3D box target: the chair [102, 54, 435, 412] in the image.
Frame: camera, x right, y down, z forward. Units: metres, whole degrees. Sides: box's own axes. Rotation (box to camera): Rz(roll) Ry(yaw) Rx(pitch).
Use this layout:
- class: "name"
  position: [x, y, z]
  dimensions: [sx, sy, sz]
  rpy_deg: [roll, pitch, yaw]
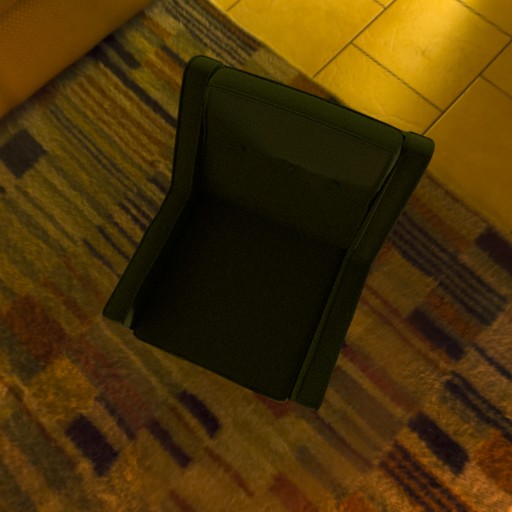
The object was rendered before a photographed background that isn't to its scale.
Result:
- class: "chair"
  position: [0.000, 0.000, 1.355]
  dimensions: [0.663, 0.792, 0.743]
  rpy_deg: [22, 76, 6]
